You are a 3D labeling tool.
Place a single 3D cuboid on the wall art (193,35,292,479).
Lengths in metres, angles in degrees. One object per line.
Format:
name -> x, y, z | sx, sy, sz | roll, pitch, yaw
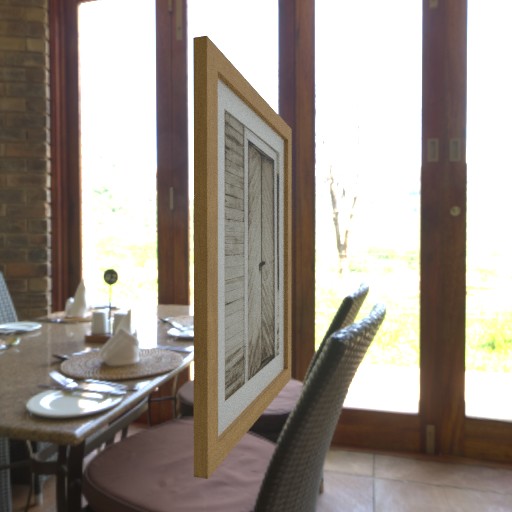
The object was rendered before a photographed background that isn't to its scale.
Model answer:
wall art -> 0.000, 0.000, 0.781 | 0.020, 0.561, 0.460 | 0, 1, 18
